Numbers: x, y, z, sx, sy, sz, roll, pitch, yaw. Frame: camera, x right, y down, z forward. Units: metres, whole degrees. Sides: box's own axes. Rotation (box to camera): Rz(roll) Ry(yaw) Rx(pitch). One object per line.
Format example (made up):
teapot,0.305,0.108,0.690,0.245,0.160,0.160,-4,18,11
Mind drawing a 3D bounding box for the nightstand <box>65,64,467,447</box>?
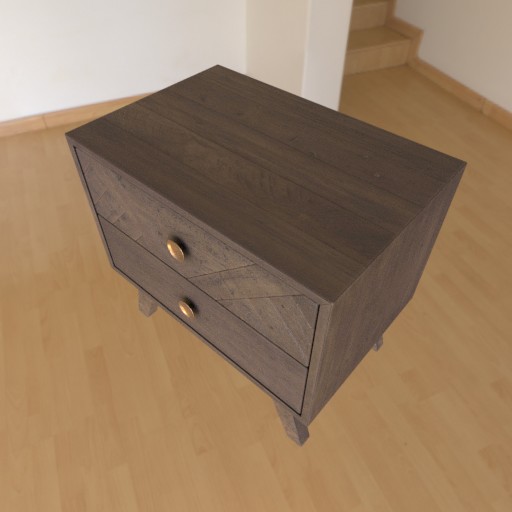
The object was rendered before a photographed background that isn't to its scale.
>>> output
nightstand,0.000,0.000,1.068,0.650,0.599,0.450,32,54,27
